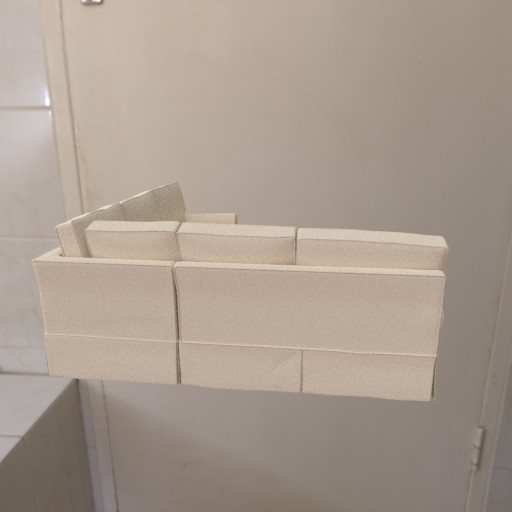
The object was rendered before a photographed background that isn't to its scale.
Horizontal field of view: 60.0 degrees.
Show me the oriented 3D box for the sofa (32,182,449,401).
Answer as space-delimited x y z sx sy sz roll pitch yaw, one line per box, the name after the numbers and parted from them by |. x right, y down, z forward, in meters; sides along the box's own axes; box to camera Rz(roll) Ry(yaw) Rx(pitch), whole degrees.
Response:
0.000 0.000 3.974 2.591 1.070 2.597 2 16 6 | sofa
